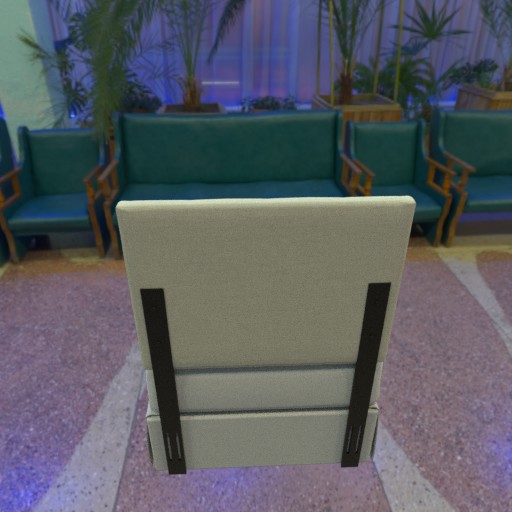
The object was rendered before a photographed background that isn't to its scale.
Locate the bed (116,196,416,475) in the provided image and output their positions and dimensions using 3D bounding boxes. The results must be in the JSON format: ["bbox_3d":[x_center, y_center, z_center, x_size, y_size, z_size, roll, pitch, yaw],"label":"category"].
[{"bbox_3d":[0.000,0.000,2.885,1.261,1.571,1.997,-1,30,-2],"label":"bed"}]
